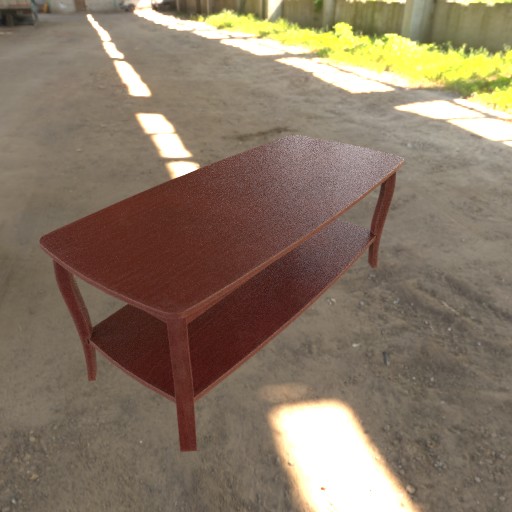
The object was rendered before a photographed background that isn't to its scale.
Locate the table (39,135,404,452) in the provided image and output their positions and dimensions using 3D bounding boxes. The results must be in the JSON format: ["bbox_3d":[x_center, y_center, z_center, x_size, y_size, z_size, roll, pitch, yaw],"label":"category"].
[{"bbox_3d":[0.000,0.000,1.500,0.561,0.473,1.216,22,37,31],"label":"table"}]
